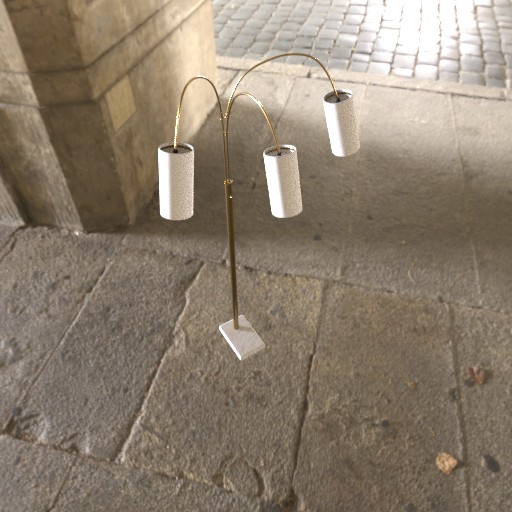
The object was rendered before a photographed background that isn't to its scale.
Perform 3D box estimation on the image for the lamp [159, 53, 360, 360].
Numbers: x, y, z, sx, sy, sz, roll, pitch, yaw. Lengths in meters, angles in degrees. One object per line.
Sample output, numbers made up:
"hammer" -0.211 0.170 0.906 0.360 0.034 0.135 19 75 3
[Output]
"lamp" 0.000 0.000 2.454 1.020 2.055 0.667 -24 51 -22
